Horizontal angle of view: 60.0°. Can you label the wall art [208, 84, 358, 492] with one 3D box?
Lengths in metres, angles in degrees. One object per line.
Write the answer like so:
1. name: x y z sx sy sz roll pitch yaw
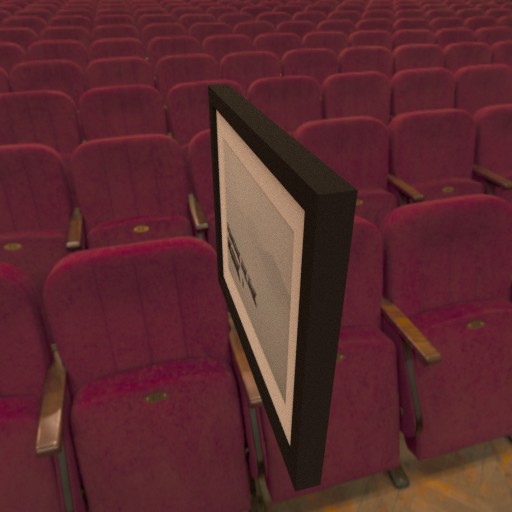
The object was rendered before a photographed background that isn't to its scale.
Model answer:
1. wall art: 0.000 0.000 0.534 0.028 0.325 0.397 -8 32 -13
